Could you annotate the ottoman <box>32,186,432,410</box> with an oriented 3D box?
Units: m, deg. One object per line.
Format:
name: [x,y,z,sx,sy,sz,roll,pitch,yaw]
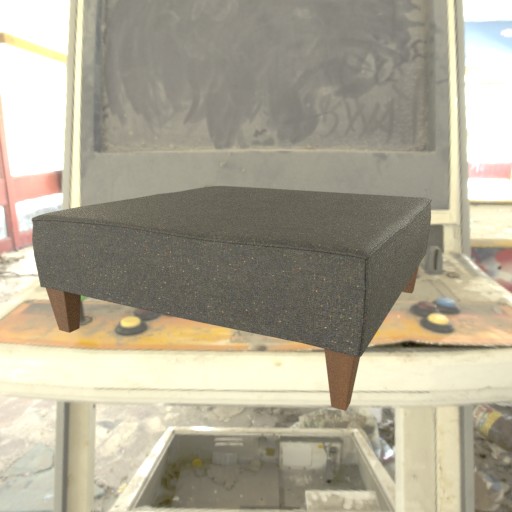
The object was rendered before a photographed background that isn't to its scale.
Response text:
ottoman: [0.000,0.000,1.523,1.004,0.382,0.968,8,17,27]
